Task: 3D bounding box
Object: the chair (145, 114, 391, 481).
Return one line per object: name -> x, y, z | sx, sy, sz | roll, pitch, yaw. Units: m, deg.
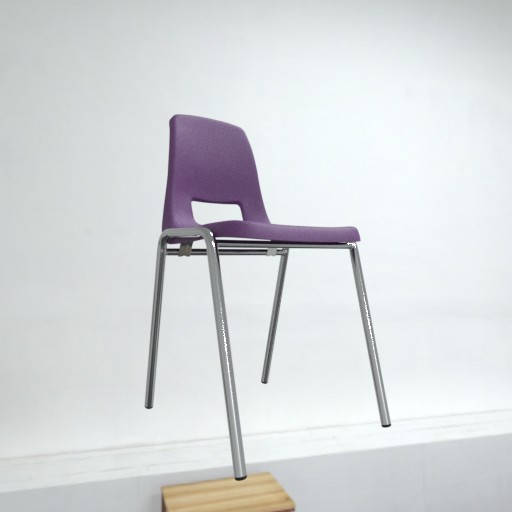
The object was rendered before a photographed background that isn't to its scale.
chair -> 0.000, 0.000, 0.968 | 0.381, 0.704, 0.432 | 0, 0, -36
